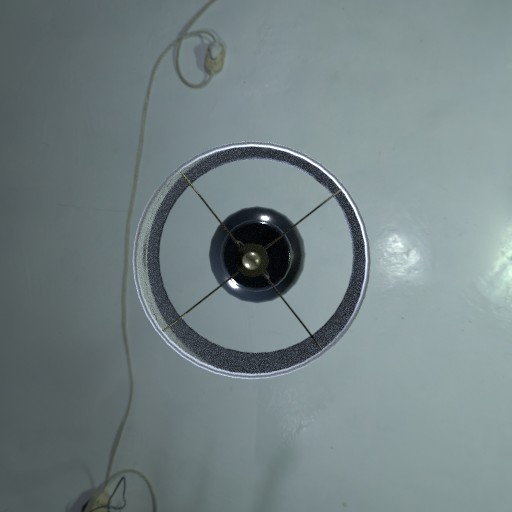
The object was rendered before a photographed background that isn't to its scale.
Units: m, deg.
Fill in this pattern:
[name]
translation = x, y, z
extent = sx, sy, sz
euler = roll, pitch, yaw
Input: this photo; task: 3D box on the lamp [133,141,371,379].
[lamp]
translation = 0.000, 0.000, 0.549
extent = 0.239, 0.399, 0.239
euler = 0, 91, 1
